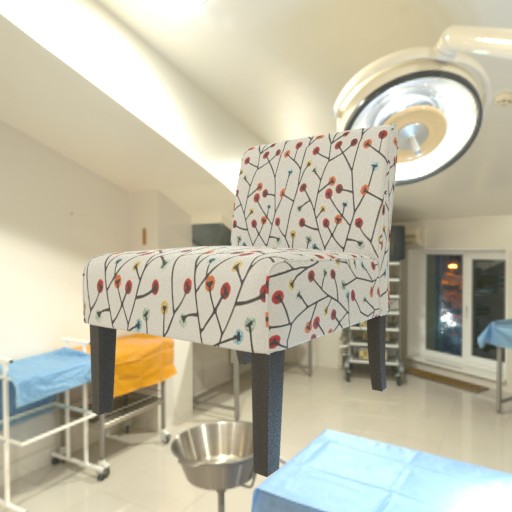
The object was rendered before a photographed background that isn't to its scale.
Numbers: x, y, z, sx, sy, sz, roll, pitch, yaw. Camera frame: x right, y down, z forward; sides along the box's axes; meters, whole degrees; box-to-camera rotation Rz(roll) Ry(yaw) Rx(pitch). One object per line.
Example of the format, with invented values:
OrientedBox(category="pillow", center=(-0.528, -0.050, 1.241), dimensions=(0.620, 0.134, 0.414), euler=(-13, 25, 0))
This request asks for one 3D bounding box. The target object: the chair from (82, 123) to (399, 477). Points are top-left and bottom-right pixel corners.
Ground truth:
OrientedBox(category="chair", center=(0.000, 0.000, 1.257), dimensions=(0.597, 0.813, 0.732), euler=(1, 1, 36))
